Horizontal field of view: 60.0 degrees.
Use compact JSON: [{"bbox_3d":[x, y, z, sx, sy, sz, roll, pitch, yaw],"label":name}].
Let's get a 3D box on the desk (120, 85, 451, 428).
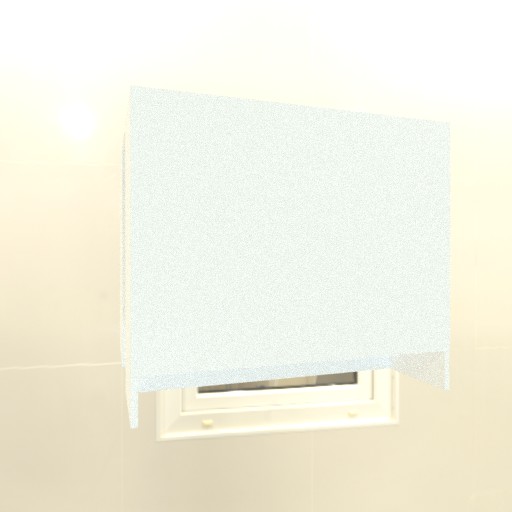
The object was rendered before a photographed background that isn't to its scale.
[{"bbox_3d":[0.000,0.000,1.642,0.940,0.818,0.926,0,0,-19],"label":"desk"}]
